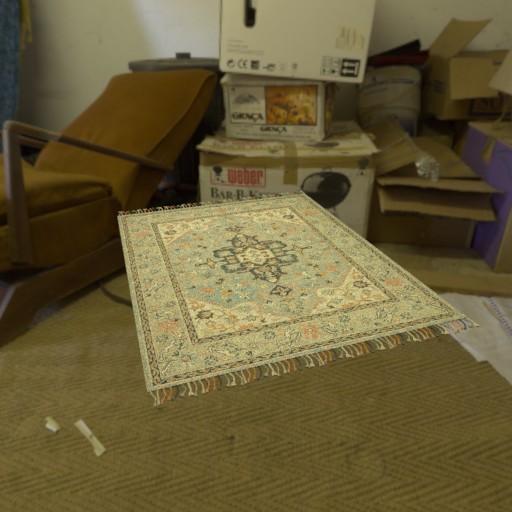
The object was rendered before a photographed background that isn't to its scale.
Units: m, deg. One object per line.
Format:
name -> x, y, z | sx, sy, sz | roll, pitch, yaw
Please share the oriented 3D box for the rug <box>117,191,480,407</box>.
rug -> 0.000, 0.000, 3.502 | 1.971, 0.010, 2.651 | -9, 29, -17
